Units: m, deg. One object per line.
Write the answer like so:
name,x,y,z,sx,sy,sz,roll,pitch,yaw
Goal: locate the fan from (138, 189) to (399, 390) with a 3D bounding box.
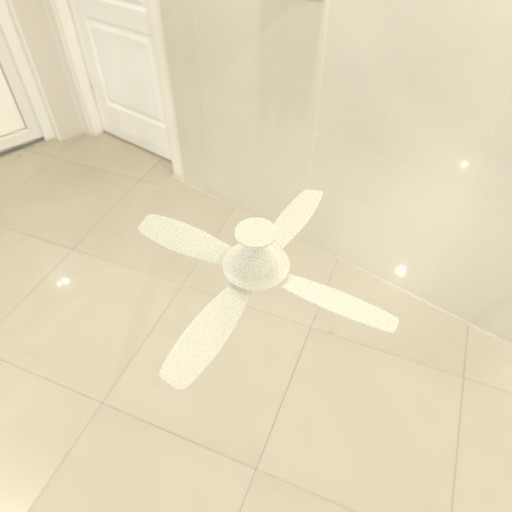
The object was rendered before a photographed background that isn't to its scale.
fan,0.000,0.000,2.531,1.694,0.382,1.693,22,50,20
